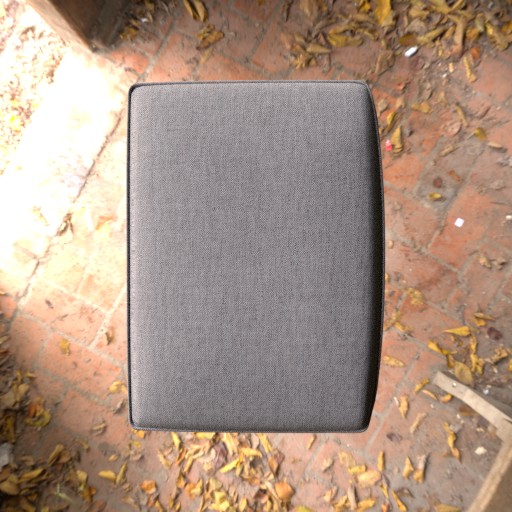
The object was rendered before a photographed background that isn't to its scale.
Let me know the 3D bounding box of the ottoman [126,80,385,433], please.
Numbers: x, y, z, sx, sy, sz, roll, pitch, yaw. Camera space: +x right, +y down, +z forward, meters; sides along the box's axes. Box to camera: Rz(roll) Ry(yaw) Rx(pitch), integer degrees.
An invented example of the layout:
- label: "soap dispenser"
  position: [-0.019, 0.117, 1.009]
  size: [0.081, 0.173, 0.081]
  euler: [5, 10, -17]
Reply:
- label: "ottoman"
  position: [0.000, 0.000, 1.101]
  size: [0.555, 0.458, 0.750]
  euler: [0, 91, 0]
